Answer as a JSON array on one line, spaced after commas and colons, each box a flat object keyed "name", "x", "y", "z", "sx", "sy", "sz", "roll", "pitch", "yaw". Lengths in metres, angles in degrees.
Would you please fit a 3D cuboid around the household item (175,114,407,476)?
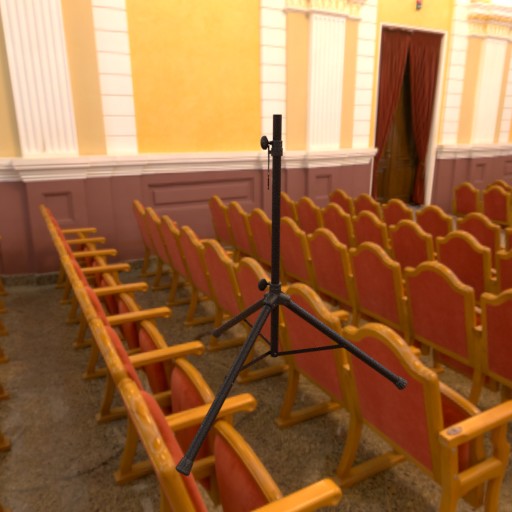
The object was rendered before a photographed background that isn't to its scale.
[{"name": "household item", "x": 0.000, "y": 0.000, "z": 1.876, "sx": 1.045, "sy": 1.136, "sz": 0.907, "roll": -9, "pitch": 18, "yaw": -27}]
